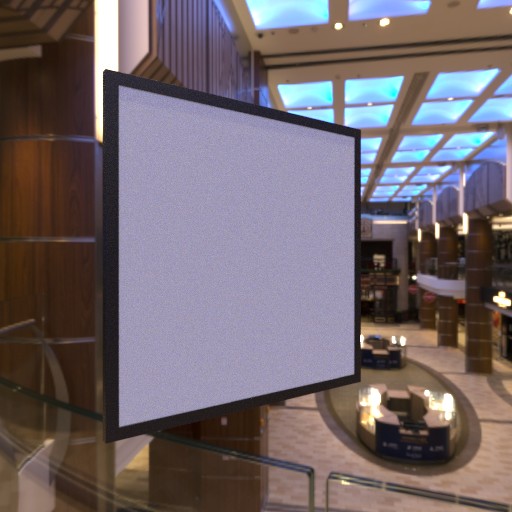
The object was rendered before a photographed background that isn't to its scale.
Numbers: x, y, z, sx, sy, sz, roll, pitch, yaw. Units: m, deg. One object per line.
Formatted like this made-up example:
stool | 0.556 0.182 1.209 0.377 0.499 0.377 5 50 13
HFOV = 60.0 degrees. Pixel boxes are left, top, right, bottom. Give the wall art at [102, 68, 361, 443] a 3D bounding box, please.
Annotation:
wall art | 0.000 0.000 1.195 0.807 0.807 0.022 0 0 -35
